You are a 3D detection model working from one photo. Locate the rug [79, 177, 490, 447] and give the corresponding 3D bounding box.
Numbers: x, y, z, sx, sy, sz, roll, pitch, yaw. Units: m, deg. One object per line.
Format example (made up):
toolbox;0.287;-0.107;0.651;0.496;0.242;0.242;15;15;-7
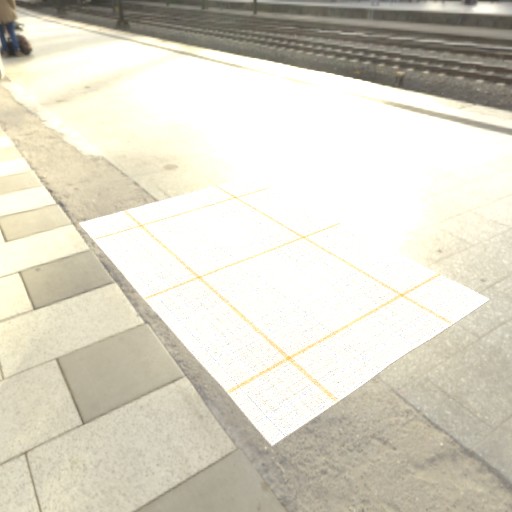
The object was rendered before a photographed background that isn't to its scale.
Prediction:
rug;0.000;0.000;2.274;1.232;0.015;1.825;-21;37;-30
